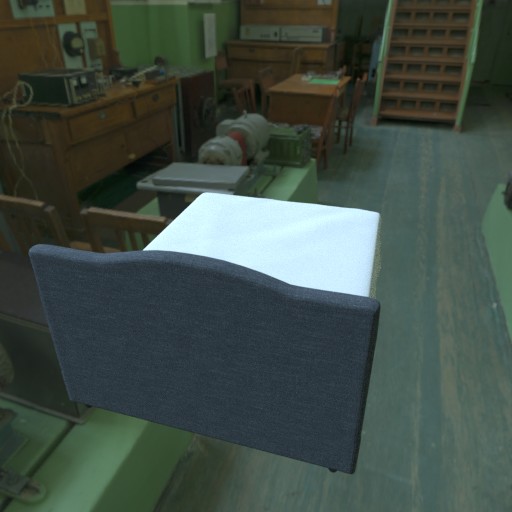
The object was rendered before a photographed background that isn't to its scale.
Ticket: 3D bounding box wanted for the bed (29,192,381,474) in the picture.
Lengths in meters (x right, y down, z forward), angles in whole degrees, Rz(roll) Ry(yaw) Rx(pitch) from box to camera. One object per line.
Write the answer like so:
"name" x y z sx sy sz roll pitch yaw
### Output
"bed" 0.000 0.000 3.806 2.161 1.457 2.689 9 32 14
